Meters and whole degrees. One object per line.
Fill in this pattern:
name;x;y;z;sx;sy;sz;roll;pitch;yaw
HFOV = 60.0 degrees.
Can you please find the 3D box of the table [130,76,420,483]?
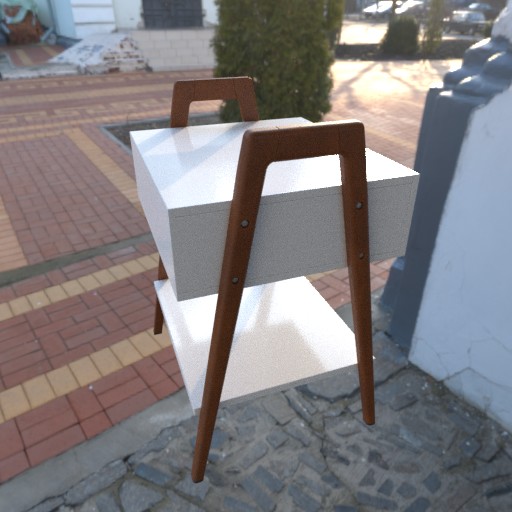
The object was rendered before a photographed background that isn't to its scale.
table;0.000;0.000;0.884;0.405;0.610;0.457;-10;31;-18
